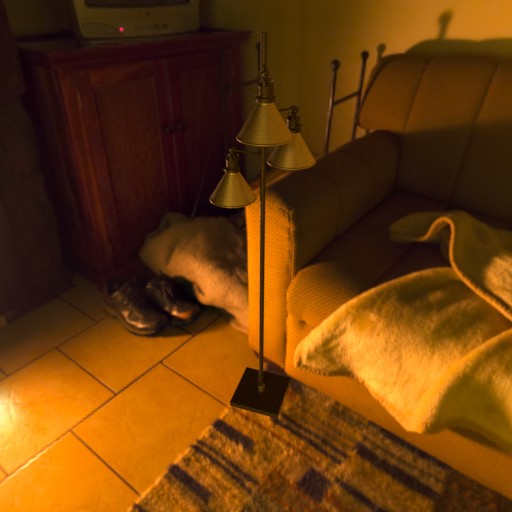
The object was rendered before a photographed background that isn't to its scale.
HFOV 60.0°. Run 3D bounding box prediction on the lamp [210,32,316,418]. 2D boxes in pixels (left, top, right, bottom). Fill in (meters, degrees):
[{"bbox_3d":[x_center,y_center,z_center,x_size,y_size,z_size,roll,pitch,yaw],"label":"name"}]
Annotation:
[{"bbox_3d":[0.000,0.000,1.899,0.415,1.716,0.428,10,33,15],"label":"lamp"}]
